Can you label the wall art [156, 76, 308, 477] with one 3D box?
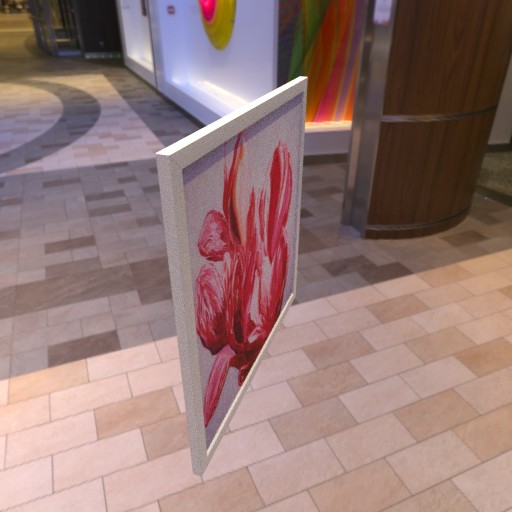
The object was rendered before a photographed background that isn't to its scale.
[{"bbox_3d":[0.000,0.000,0.993,0.020,0.661,0.664,11,32,18],"label":"wall art"}]
